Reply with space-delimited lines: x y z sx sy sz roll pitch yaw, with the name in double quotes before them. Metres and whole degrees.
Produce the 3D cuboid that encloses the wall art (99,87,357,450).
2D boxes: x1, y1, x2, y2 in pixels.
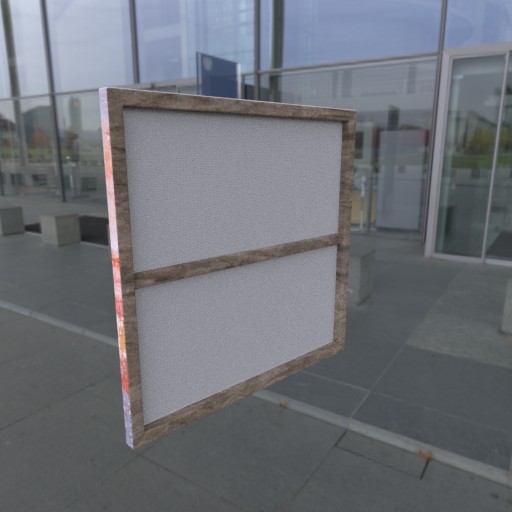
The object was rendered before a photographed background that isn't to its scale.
"wall art" 0.000 0.000 1.130 0.747 0.747 0.035 -12 18 -40
